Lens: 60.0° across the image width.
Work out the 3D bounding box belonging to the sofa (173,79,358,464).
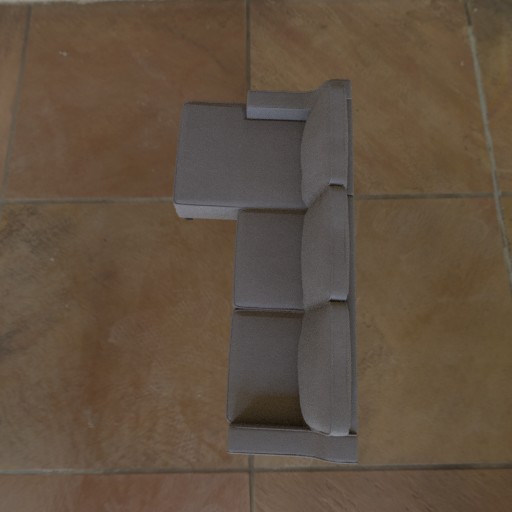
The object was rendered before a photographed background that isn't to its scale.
[{"bbox_3d":[0.000,0.000,3.134,1.294,0.928,2.561,2,74,1],"label":"sofa"}]
